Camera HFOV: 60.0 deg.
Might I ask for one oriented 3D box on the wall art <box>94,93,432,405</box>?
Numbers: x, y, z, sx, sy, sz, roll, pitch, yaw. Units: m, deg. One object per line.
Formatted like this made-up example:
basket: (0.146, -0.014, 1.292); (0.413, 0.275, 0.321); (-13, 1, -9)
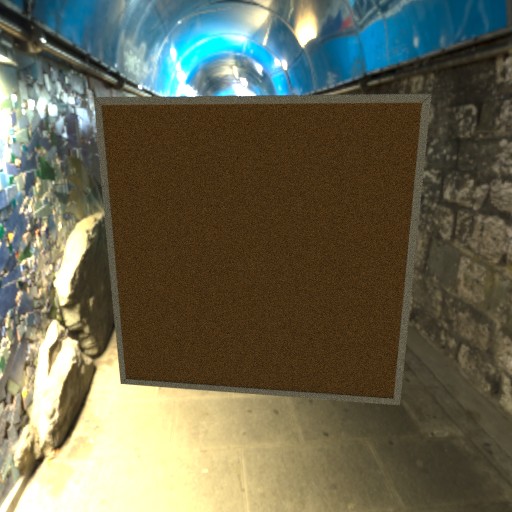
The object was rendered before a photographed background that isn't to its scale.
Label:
wall art: (0.000, 0.000, 0.747); (0.508, 0.508, 0.037); (2, 16, 7)
